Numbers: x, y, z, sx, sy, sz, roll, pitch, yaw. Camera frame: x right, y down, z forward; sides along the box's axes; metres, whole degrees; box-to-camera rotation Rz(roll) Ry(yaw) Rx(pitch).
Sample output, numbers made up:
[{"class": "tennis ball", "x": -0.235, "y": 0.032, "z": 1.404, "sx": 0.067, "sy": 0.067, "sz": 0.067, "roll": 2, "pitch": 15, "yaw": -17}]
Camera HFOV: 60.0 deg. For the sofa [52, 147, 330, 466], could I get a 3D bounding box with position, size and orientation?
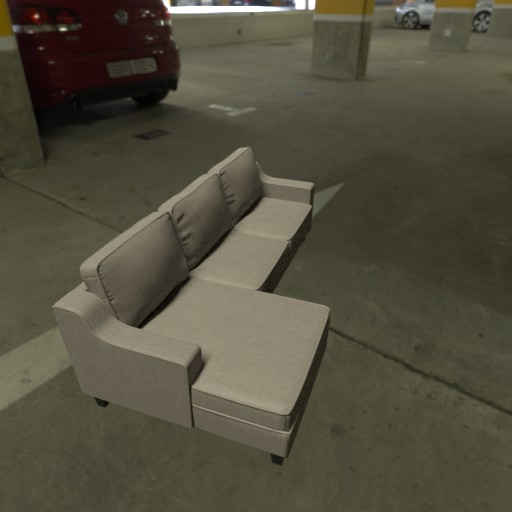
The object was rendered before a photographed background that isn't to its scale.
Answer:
[{"class": "sofa", "x": 0.000, "y": 0.000, "z": 3.229, "sx": 1.294, "sy": 0.928, "sz": 2.561, "roll": 11, "pitch": 32, "yaw": 17}]
